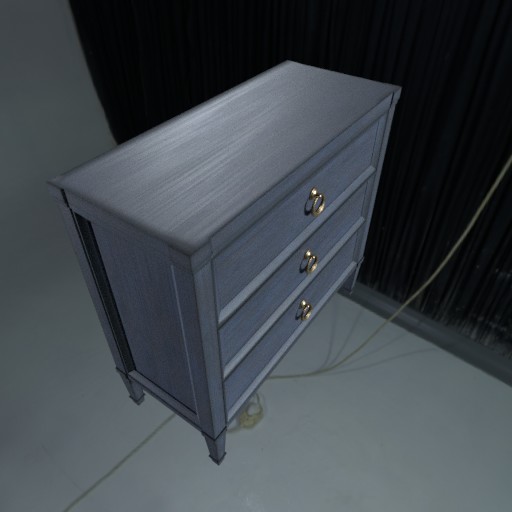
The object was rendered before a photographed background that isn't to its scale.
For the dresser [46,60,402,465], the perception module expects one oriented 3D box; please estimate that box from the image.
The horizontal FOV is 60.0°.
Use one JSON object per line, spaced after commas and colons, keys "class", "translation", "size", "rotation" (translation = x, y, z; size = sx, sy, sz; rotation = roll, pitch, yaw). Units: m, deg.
{"class": "dresser", "translation": [0.000, 0.000, 1.587], "size": [0.463, 0.986, 1.049], "rotation": [26, 48, 26]}
